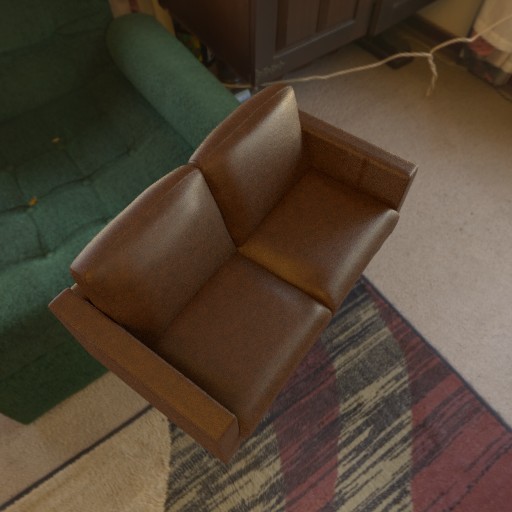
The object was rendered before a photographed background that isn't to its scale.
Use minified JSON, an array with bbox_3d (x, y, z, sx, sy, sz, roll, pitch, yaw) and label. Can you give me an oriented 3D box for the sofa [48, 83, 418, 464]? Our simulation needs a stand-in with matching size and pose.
[{"bbox_3d":[0.000,0.000,2.130,0.909,0.951,1.578,32,63,18],"label":"sofa"}]
